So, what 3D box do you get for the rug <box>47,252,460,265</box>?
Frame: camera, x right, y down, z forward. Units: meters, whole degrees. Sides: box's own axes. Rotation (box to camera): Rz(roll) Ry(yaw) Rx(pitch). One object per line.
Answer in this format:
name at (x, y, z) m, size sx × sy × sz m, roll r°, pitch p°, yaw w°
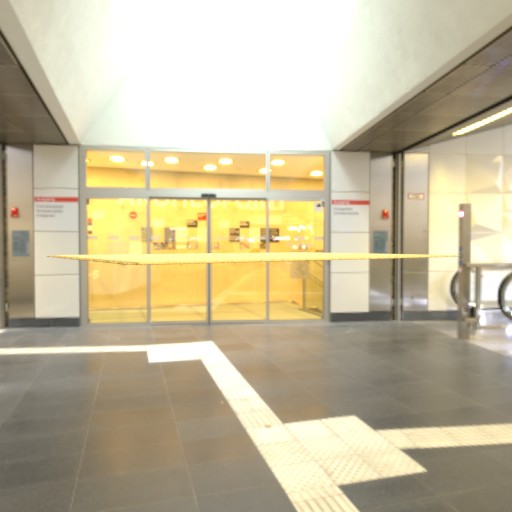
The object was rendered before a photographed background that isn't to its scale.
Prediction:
rug at (0.000, 0.000, 2.883) m, size 2.233 × 0.011 × 1.514 m, roll -1°, pitch 2°, yaw -35°
